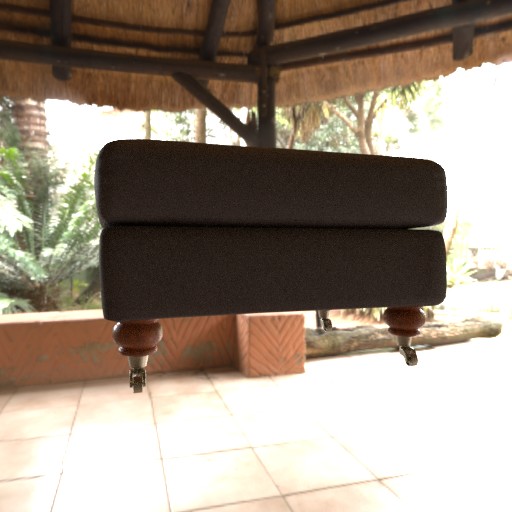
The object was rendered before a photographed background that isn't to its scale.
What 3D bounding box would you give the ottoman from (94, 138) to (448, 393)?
[{"bbox_3d":[0.000,0.000,1.150,0.773,0.497,0.574,0,2,-17],"label":"ottoman"}]
